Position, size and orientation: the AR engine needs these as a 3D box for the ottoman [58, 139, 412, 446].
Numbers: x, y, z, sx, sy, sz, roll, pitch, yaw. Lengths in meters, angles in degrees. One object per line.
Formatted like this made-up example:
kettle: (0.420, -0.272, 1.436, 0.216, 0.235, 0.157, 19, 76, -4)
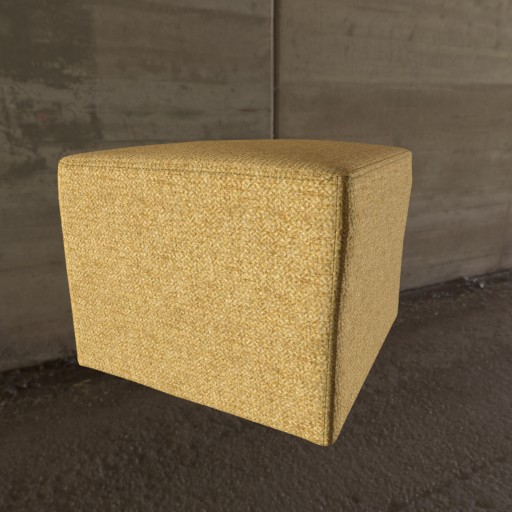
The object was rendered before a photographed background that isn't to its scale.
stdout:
ottoman: (0.000, 0.000, 0.882, 0.505, 0.441, 0.512, 9, 19, 26)
